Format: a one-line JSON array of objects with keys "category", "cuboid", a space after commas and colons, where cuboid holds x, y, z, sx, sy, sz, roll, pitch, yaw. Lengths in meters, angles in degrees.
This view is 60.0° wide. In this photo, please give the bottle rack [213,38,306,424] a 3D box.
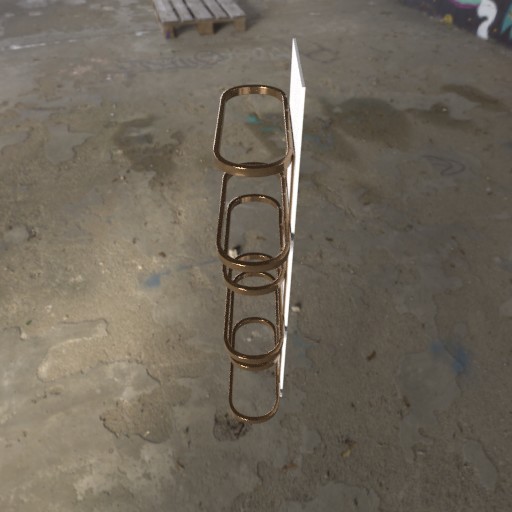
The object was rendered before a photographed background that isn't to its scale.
[{"category": "bottle rack", "cuboid": [0.000, 0.000, 0.829, 0.118, 0.709, 0.332, 0, 43, 0]}]
